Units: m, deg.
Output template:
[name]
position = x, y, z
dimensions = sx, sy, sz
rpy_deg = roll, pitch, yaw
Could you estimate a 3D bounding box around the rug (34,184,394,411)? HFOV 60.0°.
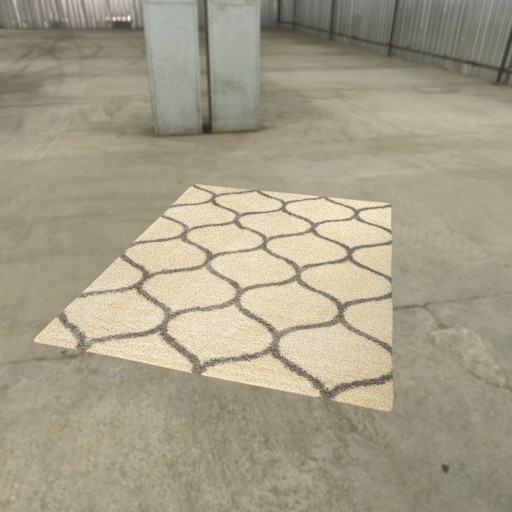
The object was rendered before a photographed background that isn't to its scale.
[rug]
position = 0.000, 0.000, 4.035
dimensions = 2.399, 0.026, 3.000
rpy_deg = 8, 31, 12
